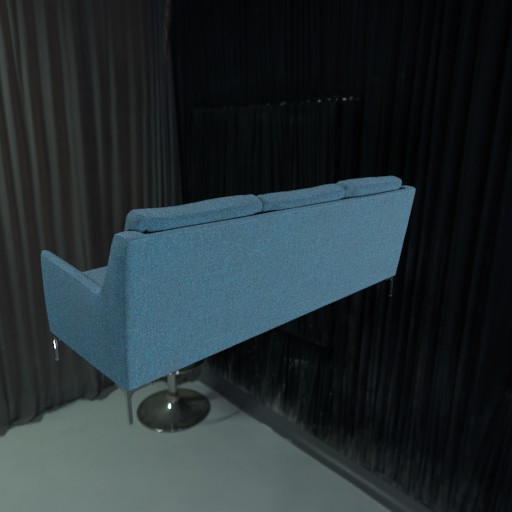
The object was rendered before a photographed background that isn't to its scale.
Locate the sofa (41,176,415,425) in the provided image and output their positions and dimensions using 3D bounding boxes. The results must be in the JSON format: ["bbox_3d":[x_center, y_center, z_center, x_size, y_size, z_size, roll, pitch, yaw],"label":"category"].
[{"bbox_3d":[0.000,0.000,2.504,2.060,0.837,0.849,-15,21,-43],"label":"sofa"}]
